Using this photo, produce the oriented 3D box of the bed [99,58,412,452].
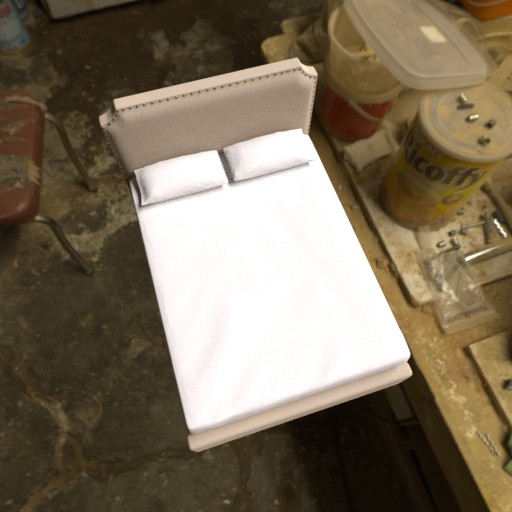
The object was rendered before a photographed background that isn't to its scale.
[{"bbox_3d":[0.000,0.000,3.401,1.703,1.415,2.329,-16,66,-7],"label":"bed"}]
